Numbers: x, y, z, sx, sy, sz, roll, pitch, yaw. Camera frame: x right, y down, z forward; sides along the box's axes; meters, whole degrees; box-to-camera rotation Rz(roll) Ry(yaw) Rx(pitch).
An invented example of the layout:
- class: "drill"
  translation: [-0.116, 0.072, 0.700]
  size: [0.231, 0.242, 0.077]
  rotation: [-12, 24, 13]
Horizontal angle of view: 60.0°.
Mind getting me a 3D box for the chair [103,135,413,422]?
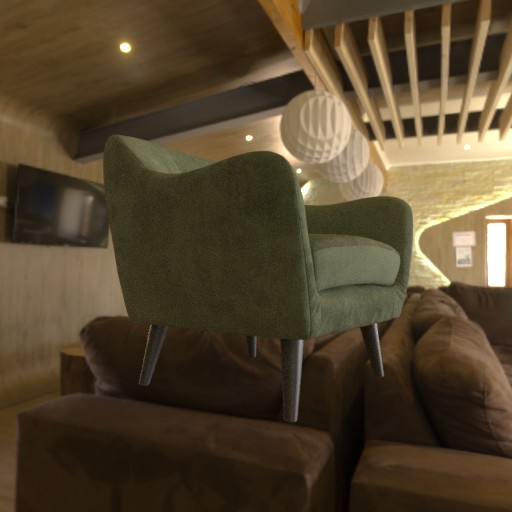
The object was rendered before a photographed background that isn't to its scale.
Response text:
- class: "chair"
  translation: [0.000, 0.000, 1.471]
  size: [0.819, 0.804, 0.840]
  rotation: [-1, -2, 37]
